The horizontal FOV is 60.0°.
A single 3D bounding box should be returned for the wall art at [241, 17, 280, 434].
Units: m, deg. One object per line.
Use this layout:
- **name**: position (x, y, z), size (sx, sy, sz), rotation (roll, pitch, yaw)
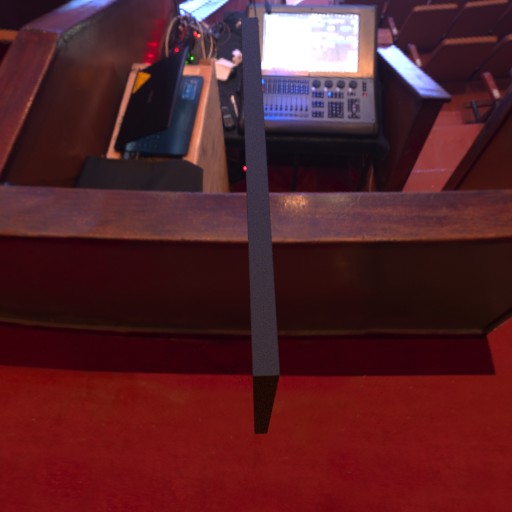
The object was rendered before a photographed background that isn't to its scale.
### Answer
- **wall art**: position (0.000, 0.000, 1.116), size (0.037, 0.763, 0.763), rotation (-2, 63, -1)
